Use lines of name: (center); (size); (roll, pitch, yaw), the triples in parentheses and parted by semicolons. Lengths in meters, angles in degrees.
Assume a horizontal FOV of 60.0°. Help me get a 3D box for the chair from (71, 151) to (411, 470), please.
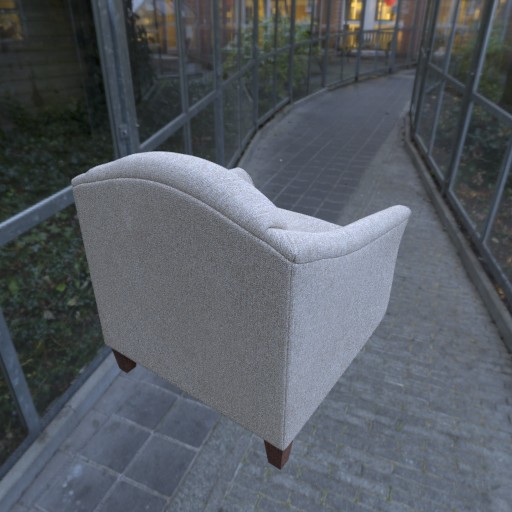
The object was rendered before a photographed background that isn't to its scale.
chair: (0.000, 0.000, 1.484); (0.763, 0.839, 0.787); (19, 34, 31)
